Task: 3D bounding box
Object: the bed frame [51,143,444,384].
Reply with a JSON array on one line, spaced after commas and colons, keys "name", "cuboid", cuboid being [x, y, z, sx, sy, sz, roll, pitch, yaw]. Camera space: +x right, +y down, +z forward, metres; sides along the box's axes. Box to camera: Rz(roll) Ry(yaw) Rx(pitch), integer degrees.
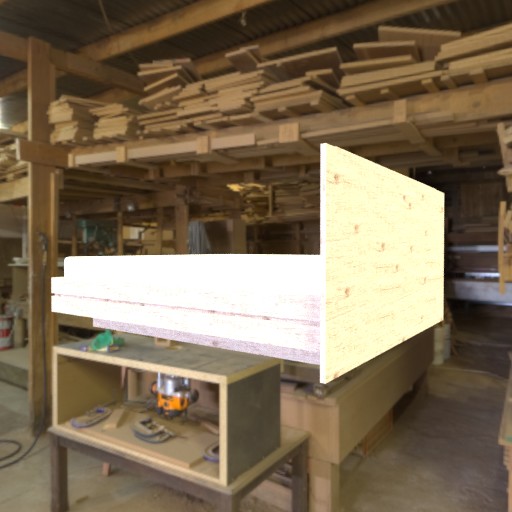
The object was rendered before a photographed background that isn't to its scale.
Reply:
[{"name": "bed frame", "cuboid": [0.000, 0.000, 3.152, 2.080, 0.970, 1.950, 1, 1, 36]}]
